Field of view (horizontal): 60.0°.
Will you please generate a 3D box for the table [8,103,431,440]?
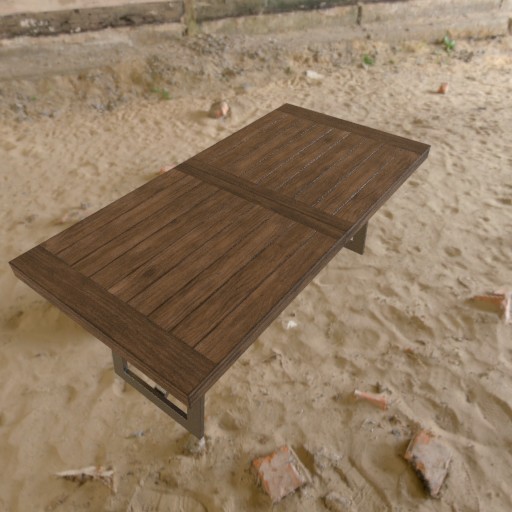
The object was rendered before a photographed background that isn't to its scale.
[{"bbox_3d":[0.000,0.000,2.270,0.931,0.757,1.867,27,48,27],"label":"table"}]
